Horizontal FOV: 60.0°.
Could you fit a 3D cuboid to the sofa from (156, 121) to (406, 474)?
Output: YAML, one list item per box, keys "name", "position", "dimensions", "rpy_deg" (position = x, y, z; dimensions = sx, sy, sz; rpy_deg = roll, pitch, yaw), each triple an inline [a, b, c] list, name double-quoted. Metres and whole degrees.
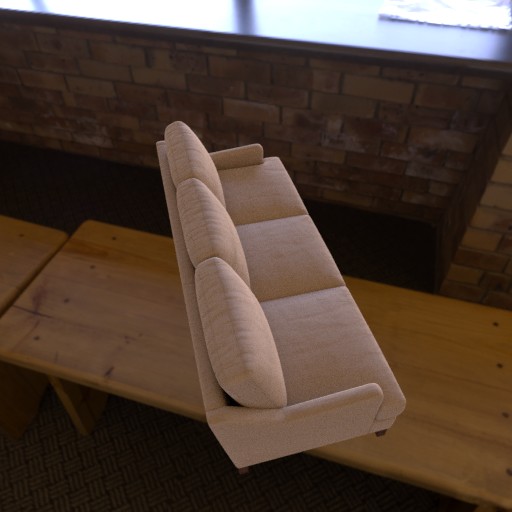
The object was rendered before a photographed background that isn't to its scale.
- name: "sofa"
  position: [0.000, 0.000, 2.882]
  dimensions: [1.000, 0.913, 2.321]
  rpy_deg: [-10, 46, -10]
